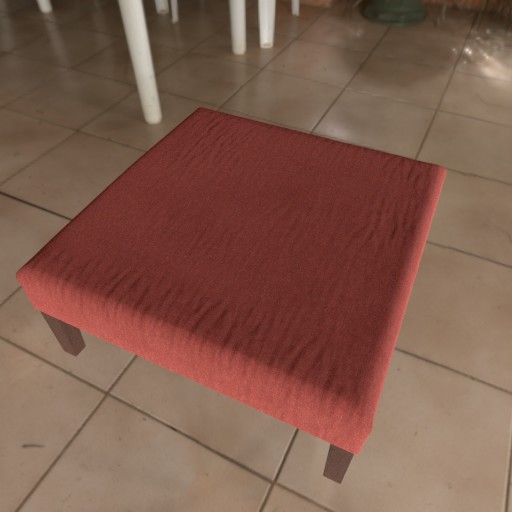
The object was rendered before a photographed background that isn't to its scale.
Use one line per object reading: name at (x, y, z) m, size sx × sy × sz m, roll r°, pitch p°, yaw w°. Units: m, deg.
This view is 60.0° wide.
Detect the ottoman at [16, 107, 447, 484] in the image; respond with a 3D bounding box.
ottoman at (0.000, 0.000, 1.333) m, size 0.889 × 0.411 × 0.890 m, roll 19°, pitch 50°, yaw 17°
